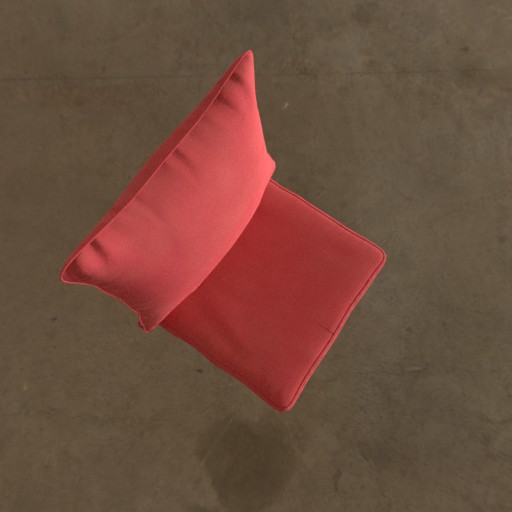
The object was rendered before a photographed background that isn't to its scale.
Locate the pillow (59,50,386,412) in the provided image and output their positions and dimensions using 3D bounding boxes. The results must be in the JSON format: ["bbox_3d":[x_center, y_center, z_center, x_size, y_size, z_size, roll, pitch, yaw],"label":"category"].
[{"bbox_3d":[0.000,0.000,1.390,0.733,0.725,0.798,34,77,9],"label":"pillow"}]
